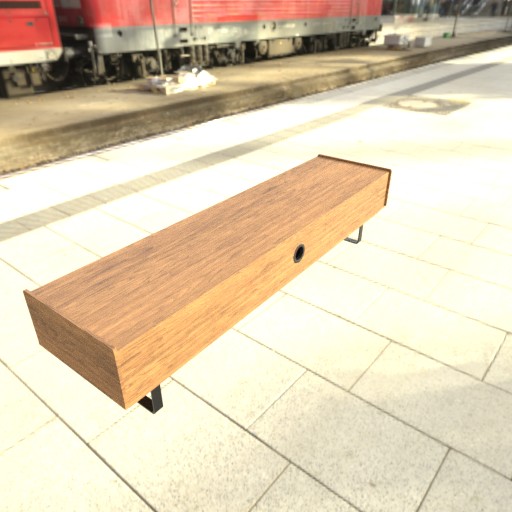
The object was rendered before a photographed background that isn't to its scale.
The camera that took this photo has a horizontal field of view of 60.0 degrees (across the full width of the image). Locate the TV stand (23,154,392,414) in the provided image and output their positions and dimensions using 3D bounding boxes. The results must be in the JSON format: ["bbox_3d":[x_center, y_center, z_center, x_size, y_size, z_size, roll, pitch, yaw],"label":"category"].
[{"bbox_3d":[0.000,0.000,1.983,0.467,0.415,1.796,21,36,32],"label":"TV stand"}]
